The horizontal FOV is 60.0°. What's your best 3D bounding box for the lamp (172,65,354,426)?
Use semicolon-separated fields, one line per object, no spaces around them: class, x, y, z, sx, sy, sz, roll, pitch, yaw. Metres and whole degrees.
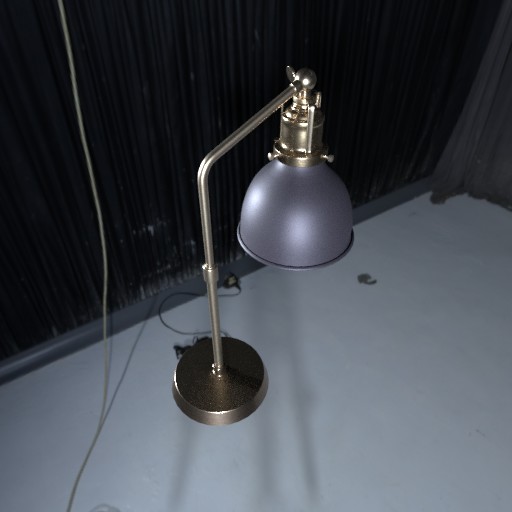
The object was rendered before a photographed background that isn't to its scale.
lamp;0.000;0.000;0.587;0.291;0.456;0.160;-25;46;-26
